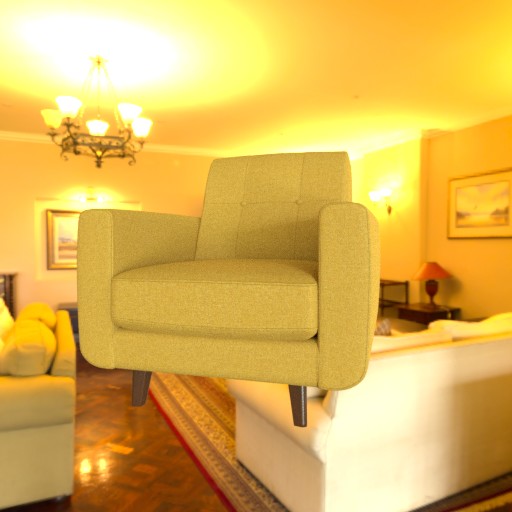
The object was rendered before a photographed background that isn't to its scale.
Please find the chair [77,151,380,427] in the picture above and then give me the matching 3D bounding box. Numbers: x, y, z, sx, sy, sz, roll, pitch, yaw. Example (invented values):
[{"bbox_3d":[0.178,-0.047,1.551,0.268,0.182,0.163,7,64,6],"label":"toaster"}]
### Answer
[{"bbox_3d":[0.000,0.000,1.565,0.831,0.841,0.909,1,2,17],"label":"chair"}]
